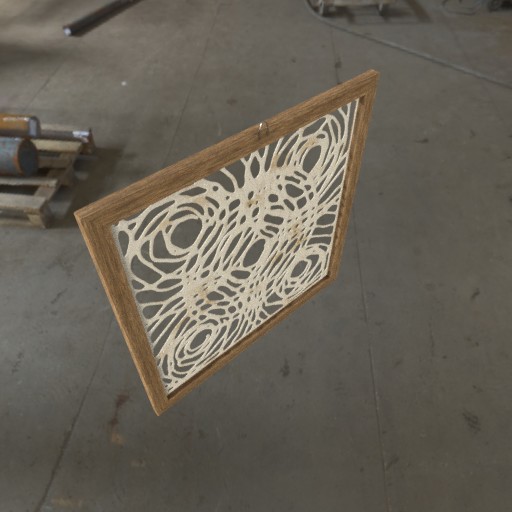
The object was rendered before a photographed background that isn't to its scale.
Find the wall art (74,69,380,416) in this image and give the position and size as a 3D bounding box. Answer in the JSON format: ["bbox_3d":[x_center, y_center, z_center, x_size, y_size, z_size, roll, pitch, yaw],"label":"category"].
[{"bbox_3d":[0.000,0.000,0.846,0.561,0.576,0.021,-33,56,-27],"label":"wall art"}]
